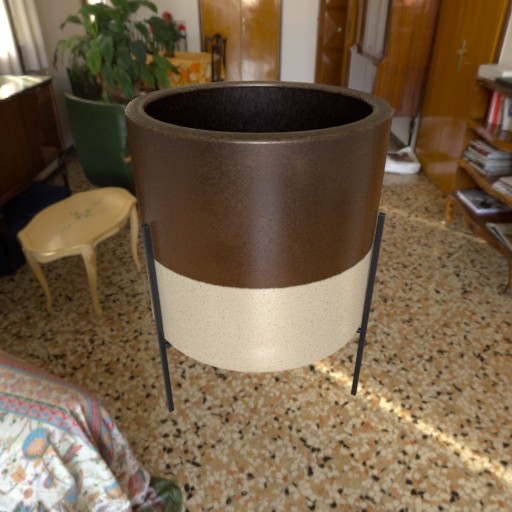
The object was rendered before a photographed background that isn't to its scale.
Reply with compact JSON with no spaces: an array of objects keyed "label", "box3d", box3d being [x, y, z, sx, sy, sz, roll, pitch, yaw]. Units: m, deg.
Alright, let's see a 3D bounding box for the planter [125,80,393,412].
[{"label":"planter","box3d":[0.000,0.000,0.695,0.354,0.465,0.345,-21,36,-31]}]
